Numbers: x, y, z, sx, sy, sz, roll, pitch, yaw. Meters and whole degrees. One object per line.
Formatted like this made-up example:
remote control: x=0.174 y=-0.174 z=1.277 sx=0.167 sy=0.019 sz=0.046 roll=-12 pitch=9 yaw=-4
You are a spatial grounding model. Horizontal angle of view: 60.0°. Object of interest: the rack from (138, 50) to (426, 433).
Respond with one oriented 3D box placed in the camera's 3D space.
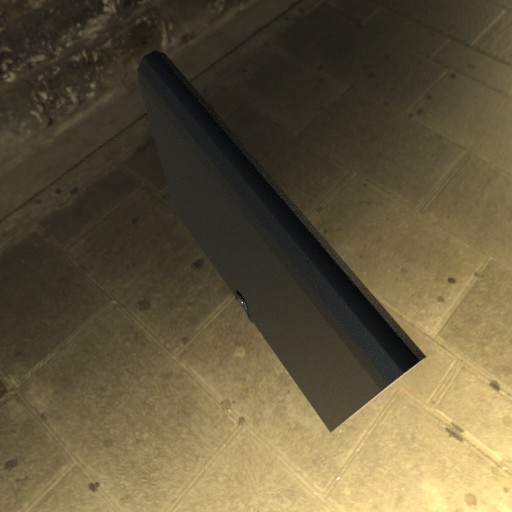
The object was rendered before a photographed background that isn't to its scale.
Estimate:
rack: x=0.000 y=0.000 z=0.428 sx=0.041 sy=0.241 sz=0.330 roll=-31 pitch=66 yaw=-15
